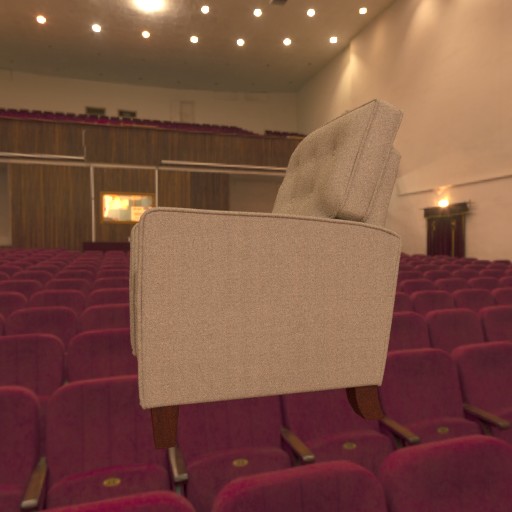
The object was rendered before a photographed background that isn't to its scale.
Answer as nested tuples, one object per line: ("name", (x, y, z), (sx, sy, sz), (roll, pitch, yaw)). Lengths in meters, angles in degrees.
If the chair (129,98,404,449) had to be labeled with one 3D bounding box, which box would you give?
("chair", (0.000, 0.000, 1.400), (0.754, 0.888, 0.648), (0, 1, -17))
